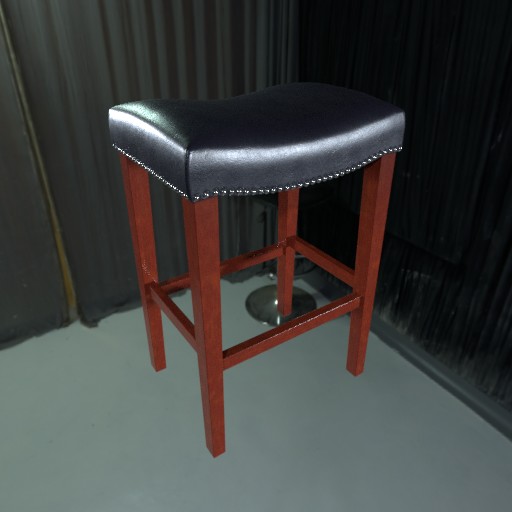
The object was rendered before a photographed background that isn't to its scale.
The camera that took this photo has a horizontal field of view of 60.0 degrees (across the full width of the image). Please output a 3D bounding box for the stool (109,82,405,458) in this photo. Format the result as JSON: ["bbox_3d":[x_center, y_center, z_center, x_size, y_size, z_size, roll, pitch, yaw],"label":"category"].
[{"bbox_3d":[0.000,0.000,1.072,0.504,0.742,0.372,-19,35,-29],"label":"stool"}]
